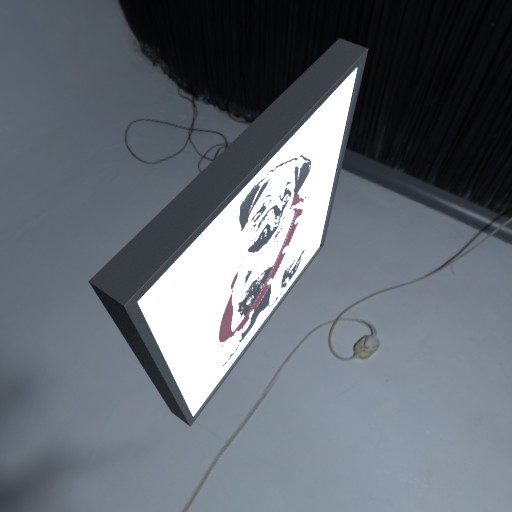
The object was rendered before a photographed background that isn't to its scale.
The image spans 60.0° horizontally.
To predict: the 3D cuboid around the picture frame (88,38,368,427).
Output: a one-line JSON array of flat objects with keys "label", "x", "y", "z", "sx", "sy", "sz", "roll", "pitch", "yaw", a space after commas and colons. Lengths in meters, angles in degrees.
[{"label": "picture frame", "x": 0.000, "y": 0.000, "z": 0.470, "sx": 0.030, "sy": 0.317, "sz": 0.317, "roll": 30, "pitch": 62, "yaw": 18}]
